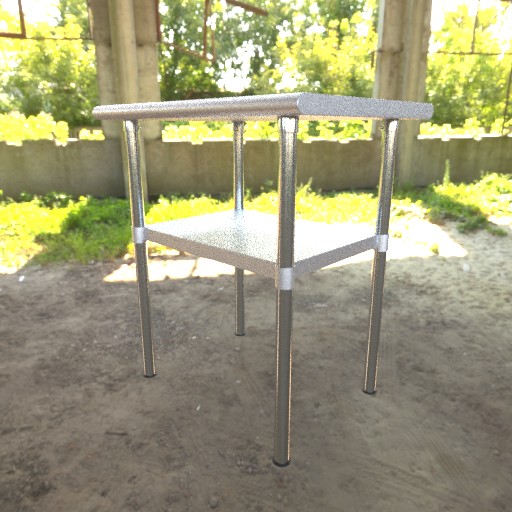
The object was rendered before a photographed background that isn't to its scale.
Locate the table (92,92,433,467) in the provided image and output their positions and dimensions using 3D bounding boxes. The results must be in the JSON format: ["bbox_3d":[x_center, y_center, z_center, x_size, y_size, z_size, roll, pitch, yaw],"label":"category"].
[{"bbox_3d":[0.000,0.000,1.358,0.762,0.876,0.584,15,22,42],"label":"table"}]
